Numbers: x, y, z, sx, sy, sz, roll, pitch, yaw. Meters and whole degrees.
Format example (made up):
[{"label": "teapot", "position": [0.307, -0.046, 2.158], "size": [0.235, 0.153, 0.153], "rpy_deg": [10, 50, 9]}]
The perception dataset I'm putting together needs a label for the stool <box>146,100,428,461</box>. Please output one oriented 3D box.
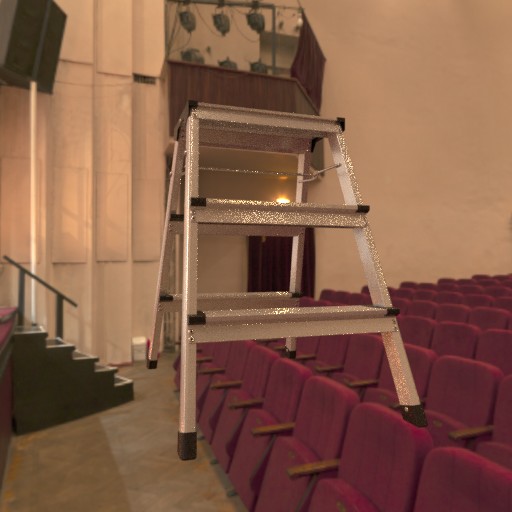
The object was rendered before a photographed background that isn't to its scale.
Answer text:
[{"label": "stool", "position": [0.000, 0.000, 1.009], "size": [0.437, 0.605, 0.622], "rpy_deg": [0, -1, -18]}]
